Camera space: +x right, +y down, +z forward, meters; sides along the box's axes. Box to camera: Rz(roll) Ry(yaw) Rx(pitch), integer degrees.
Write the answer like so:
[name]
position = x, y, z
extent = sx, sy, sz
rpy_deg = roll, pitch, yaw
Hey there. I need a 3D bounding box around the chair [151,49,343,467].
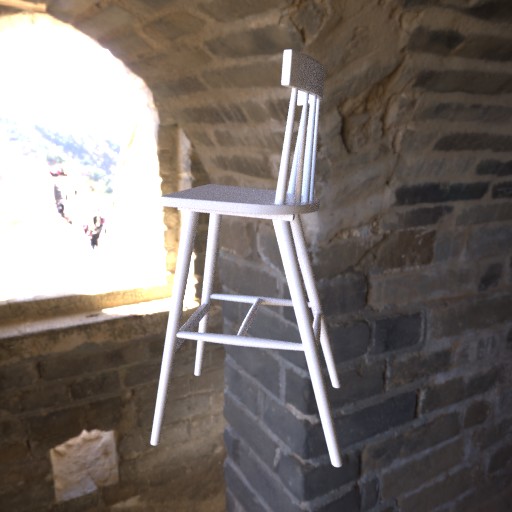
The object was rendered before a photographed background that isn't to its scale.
[chair]
position = 0.000, 0.000, 1.385
extent = 0.572, 1.092, 0.483
rpy_deg = 2, 13, 10
